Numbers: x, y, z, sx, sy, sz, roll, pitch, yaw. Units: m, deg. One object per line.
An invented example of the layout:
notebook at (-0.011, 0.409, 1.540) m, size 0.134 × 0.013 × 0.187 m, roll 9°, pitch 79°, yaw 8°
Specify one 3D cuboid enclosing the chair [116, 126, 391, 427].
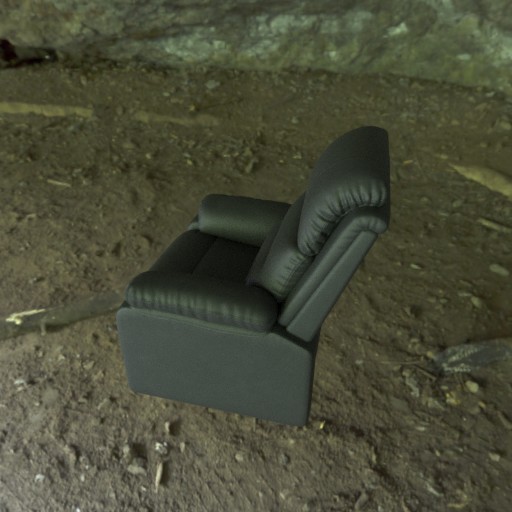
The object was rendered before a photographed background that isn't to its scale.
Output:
chair at (0.000, 0.000, 1.751) m, size 0.919 × 0.992 × 0.855 m, roll 7°, pitch 32°, yaw 12°
